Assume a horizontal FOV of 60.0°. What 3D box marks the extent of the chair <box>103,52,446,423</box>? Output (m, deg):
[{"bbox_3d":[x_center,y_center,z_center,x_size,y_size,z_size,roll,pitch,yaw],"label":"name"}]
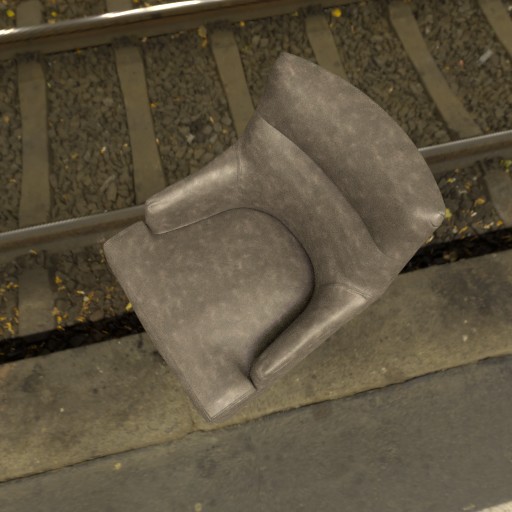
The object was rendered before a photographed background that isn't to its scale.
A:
[{"bbox_3d":[0.000,0.000,1.502,0.874,0.870,0.738,-32,69,-14],"label":"chair"}]
